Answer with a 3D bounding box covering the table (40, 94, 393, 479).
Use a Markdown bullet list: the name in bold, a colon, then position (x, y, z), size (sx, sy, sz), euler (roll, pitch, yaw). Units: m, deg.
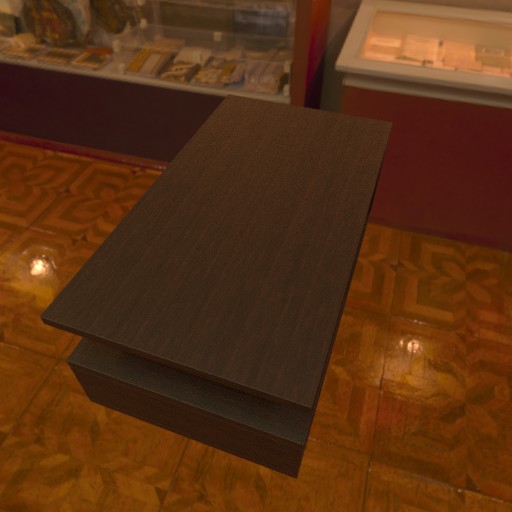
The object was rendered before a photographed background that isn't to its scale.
- **table**: position (0.000, 0.000, 1.369), size (0.590, 0.460, 1.050), euler (15, 48, 13)
